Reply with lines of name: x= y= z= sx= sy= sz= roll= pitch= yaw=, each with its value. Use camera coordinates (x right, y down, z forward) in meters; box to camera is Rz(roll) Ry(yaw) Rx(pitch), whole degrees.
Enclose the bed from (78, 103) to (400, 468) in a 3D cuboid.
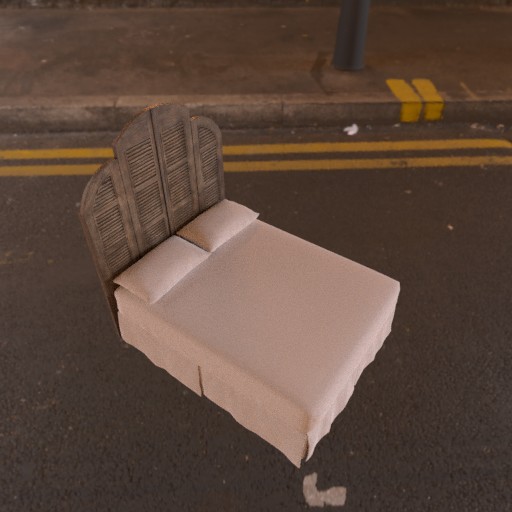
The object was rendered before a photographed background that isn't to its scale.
bed: x=0.000 y=0.000 z=3.643 sx=2.138 sy=2.019 sz=1.713 roll=26 pitch=48 yaw=26
